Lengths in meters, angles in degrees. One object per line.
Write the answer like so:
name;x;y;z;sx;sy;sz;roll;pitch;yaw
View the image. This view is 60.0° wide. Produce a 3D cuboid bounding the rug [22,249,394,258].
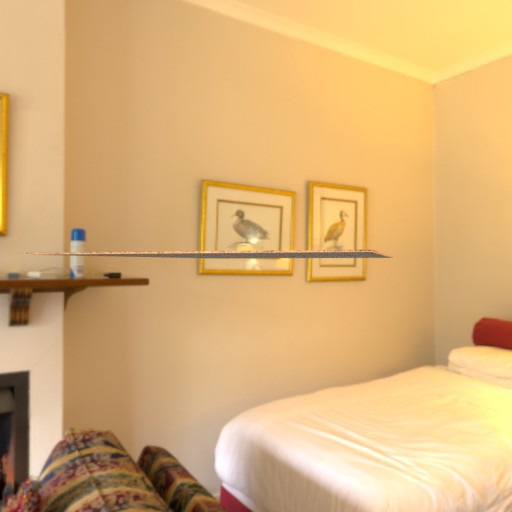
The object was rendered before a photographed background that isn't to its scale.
rug;0.000;0.000;4.285;2.438;0.012;3.200;0;-1;19
